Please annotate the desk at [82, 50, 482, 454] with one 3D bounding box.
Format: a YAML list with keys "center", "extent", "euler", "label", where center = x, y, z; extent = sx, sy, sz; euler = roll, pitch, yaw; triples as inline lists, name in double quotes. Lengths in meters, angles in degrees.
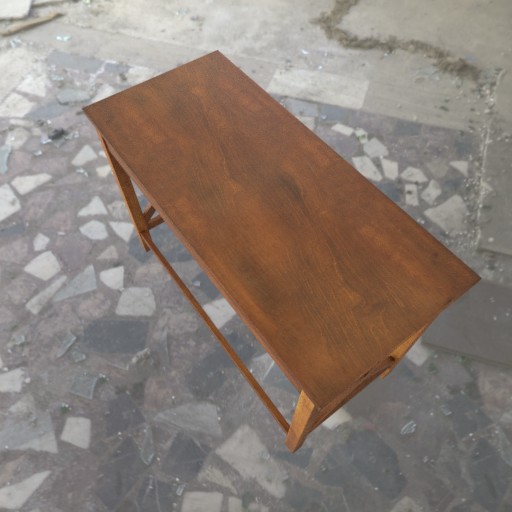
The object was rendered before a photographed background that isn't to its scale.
- center: [0.000, 0.000, 1.528]
  extent: [0.508, 0.762, 1.117]
  euler: [-32, 63, -18]
  label: "desk"
